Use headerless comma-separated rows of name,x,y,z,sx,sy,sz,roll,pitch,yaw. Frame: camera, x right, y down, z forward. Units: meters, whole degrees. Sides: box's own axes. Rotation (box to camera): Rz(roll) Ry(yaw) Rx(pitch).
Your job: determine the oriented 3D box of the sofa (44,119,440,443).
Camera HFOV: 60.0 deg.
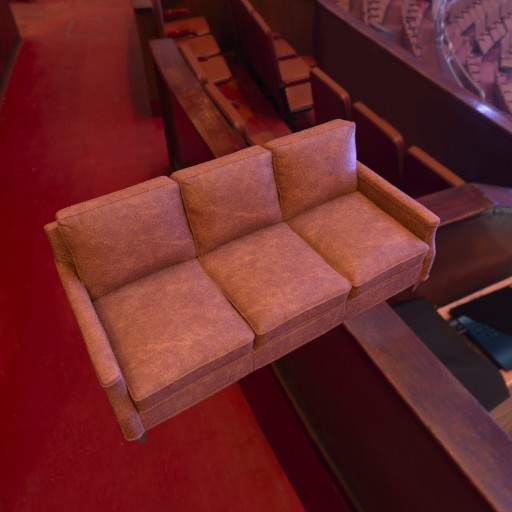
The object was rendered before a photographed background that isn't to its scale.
sofa,0.000,0.000,2.812,2.246,1.003,1.084,-24,50,-22
